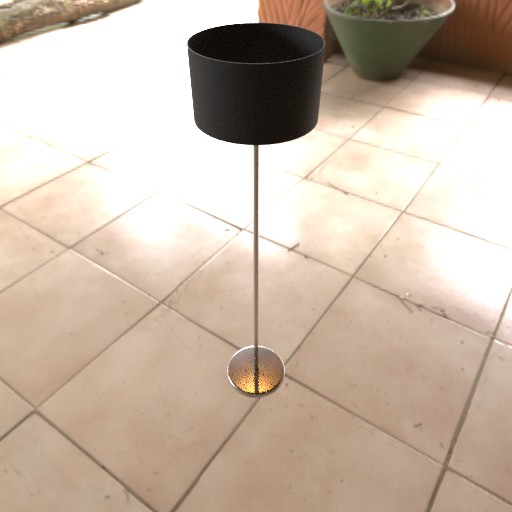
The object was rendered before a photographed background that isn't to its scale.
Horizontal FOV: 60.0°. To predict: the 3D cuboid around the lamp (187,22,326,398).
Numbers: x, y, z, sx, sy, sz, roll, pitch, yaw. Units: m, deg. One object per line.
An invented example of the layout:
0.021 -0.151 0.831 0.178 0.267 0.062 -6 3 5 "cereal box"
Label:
0.000 0.000 1.593 0.348 1.443 0.348 24 47 25 "lamp"
